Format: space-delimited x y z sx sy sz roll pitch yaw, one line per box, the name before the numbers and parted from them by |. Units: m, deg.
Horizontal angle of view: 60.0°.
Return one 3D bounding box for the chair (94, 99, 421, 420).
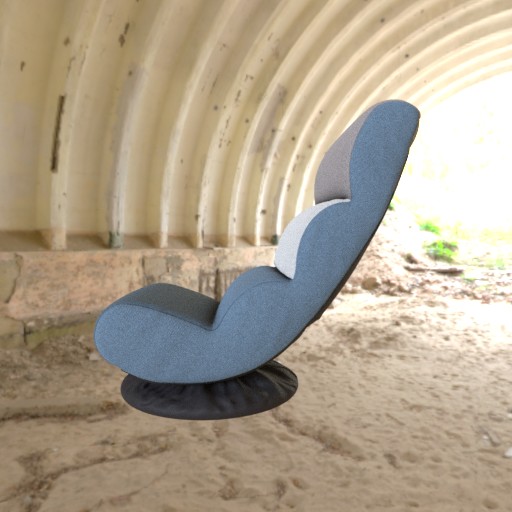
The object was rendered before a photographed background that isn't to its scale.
chair | 0.000 0.000 1.055 0.661 0.641 0.420 0 2 -2
